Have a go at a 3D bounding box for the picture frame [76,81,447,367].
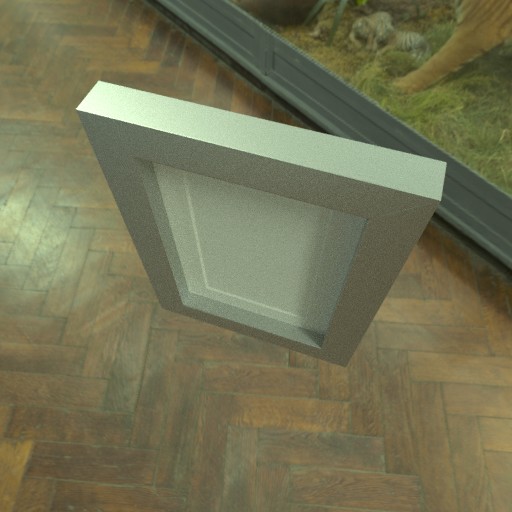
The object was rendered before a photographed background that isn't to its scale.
[{"bbox_3d":[0.000,0.000,0.276,0.157,0.208,0.028,16,60,10],"label":"picture frame"}]
